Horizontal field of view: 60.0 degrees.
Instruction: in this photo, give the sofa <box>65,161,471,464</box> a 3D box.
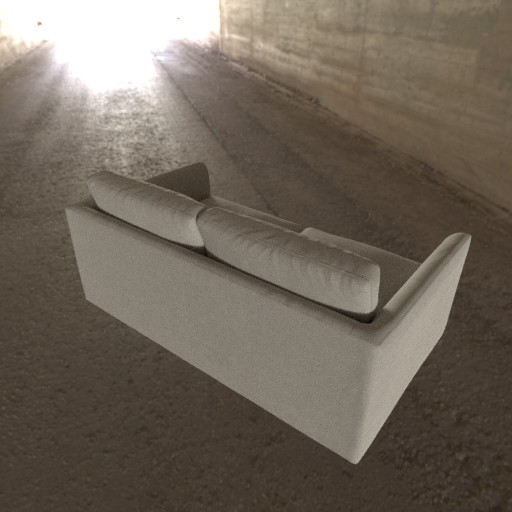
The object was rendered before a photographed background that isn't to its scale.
[{"bbox_3d":[0.000,0.000,2.451,1.905,0.839,1.091,21,36,32],"label":"sofa"}]
